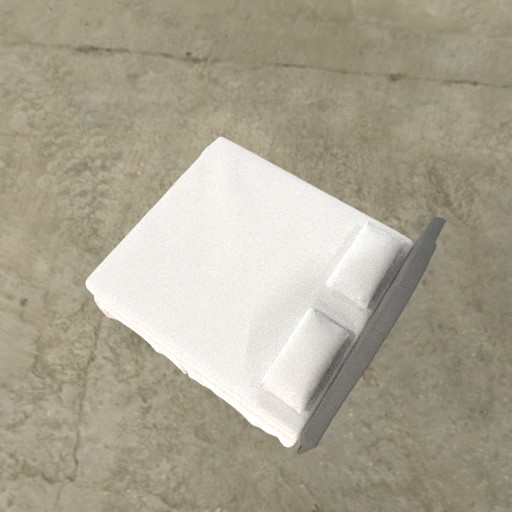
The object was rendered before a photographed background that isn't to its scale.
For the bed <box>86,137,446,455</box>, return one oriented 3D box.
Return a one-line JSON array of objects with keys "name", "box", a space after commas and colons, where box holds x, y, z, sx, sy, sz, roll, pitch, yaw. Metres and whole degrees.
[{"name": "bed", "box": [0.000, 0.000, 3.557, 2.214, 1.615, 2.008, 32, 68, 14]}]
